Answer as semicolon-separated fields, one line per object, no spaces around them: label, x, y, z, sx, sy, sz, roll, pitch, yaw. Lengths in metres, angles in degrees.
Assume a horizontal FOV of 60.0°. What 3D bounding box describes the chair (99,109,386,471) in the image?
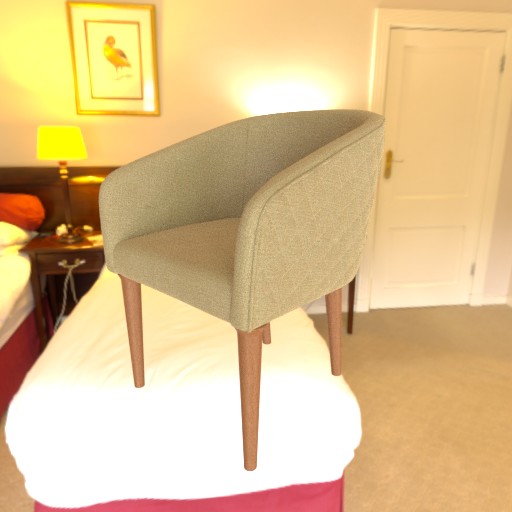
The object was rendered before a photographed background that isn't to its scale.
chair;0.000;0.000;1.212;0.584;0.775;0.616;15;22;42
